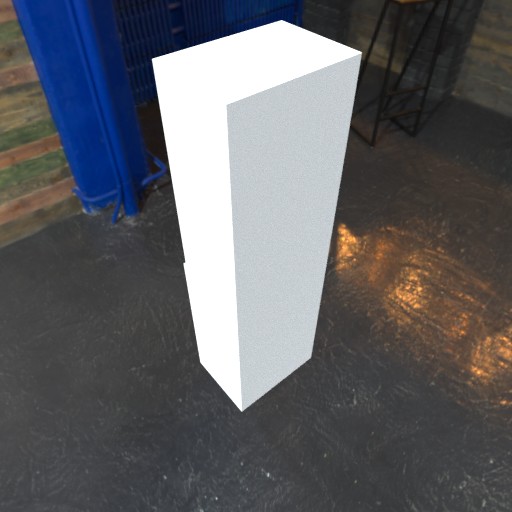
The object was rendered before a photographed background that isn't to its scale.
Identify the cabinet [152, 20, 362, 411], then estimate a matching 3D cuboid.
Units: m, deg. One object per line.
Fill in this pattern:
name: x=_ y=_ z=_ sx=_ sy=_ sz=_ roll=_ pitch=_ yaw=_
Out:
cabinet: x=0.000 y=0.000 z=1.519 sx=0.400 sy=1.350 sz=0.300 roll=-31 pitch=53 yaw=-26
